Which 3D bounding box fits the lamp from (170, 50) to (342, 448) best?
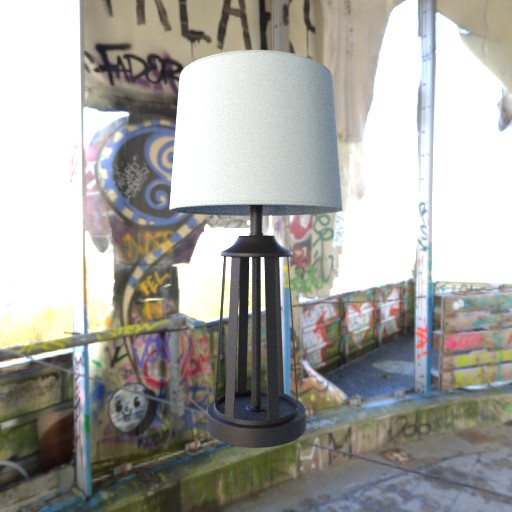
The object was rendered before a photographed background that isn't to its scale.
[{"bbox_3d":[0.000,0.000,0.658,0.251,0.509,0.251,0,2,0],"label":"lamp"}]
